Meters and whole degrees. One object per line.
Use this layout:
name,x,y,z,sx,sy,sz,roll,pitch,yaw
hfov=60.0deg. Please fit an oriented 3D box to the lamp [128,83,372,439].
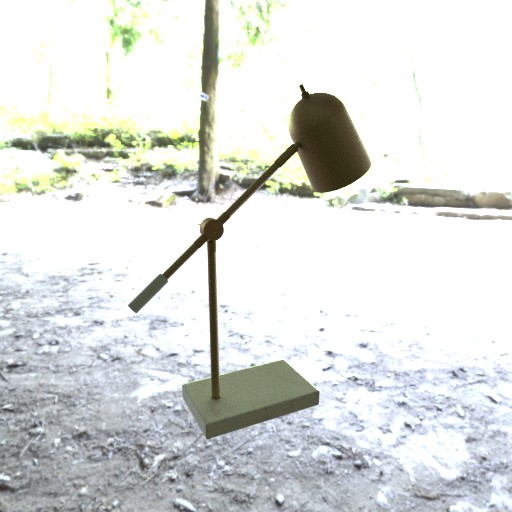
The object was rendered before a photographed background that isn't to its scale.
lamp,0.000,0.000,0.817,0.471,0.603,0.144,-8,17,-25
